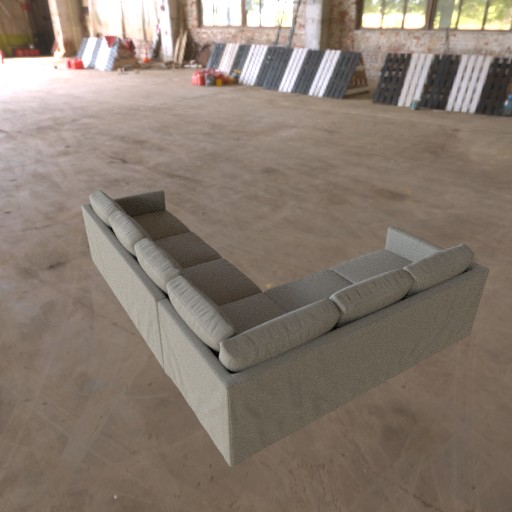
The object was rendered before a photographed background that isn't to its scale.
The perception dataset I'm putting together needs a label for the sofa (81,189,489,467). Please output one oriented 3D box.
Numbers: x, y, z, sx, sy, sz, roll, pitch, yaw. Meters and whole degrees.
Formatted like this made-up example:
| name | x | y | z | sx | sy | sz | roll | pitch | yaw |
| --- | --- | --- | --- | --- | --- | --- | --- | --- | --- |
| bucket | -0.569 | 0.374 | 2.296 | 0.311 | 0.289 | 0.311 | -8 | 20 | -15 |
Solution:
| name | x | y | z | sx | sy | sz | roll | pitch | yaw |
| --- | --- | --- | --- | --- | --- | --- | --- | --- | --- |
| sofa | 0.000 | 0.000 | 4.261 | 2.432 | 0.871 | 3.182 | -17 | 33 | -28 |
